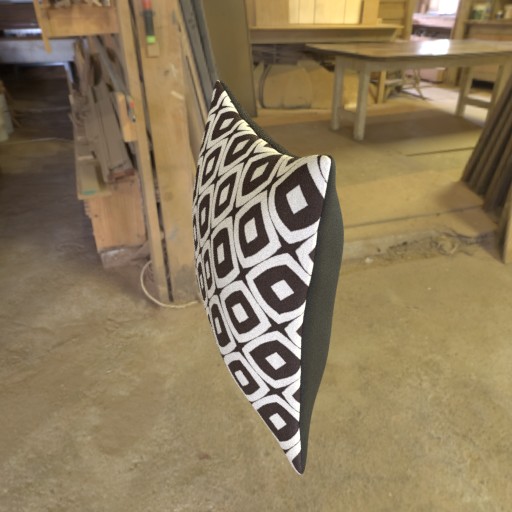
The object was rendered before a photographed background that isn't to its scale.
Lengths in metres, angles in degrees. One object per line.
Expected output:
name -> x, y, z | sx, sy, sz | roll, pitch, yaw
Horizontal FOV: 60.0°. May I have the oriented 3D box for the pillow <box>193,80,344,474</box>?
pillow -> 0.000, 0.000, 0.752 | 0.188, 0.494, 0.504 | -8, 31, -14
